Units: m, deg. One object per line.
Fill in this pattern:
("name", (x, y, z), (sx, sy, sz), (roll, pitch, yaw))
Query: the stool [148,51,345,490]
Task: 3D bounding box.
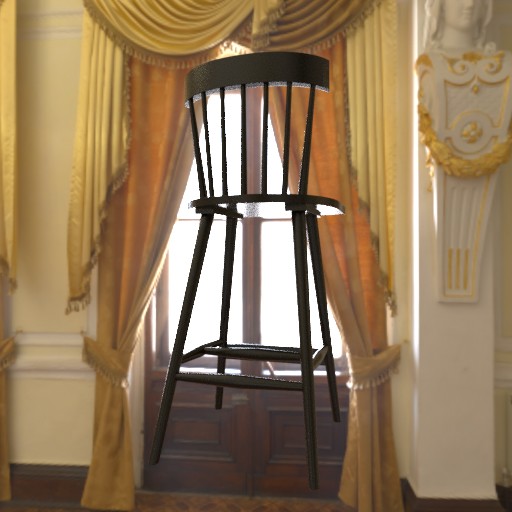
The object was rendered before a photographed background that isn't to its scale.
("stool", (0.000, 0.000, 1.326), (0.482, 1.092, 0.483), (0, -1, 17))
